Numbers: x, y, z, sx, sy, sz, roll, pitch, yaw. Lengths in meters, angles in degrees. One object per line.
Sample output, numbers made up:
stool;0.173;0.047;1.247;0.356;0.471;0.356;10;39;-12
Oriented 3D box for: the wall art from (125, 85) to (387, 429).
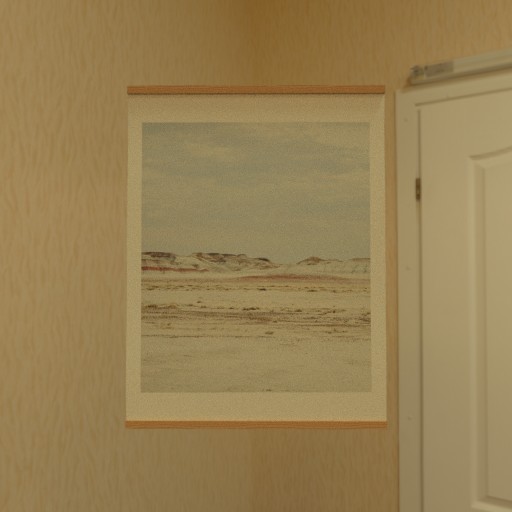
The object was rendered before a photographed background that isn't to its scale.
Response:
wall art;0.000;0.000;0.786;0.458;0.605;0.011;0;-1;0
